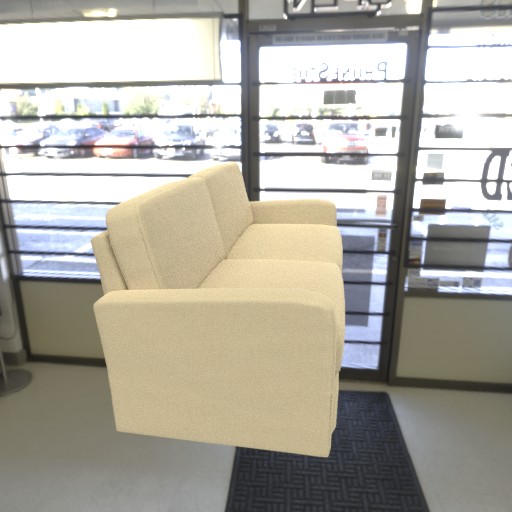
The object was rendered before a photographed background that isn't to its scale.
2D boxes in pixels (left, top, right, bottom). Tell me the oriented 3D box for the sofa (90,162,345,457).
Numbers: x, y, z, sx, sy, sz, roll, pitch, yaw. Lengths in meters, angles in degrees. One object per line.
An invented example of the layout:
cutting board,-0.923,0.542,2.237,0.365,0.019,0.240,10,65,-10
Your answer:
sofa,0.000,0.000,2.287,0.894,0.831,1.808,3,17,9
